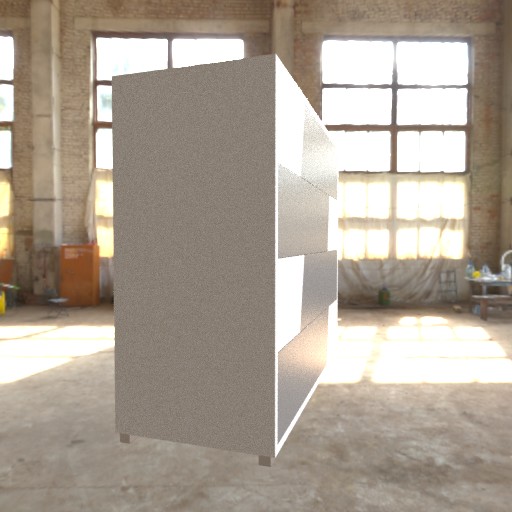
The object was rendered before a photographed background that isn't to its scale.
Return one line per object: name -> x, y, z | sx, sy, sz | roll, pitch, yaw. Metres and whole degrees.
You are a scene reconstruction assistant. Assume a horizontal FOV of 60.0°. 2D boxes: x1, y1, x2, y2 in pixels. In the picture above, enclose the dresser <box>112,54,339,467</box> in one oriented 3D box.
dresser -> 0.000, 0.000, 1.659 | 0.460, 1.000, 1.100 | 1, 2, 18
